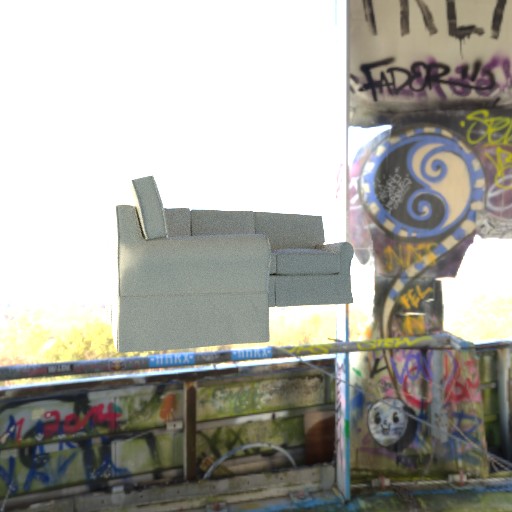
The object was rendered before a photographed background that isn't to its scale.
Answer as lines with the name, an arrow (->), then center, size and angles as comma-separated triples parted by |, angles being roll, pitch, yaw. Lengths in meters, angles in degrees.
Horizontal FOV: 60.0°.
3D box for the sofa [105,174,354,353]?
sofa -> 0.000, 0.000, 4.096 | 2.597, 1.070, 2.591 | 0, 1, -20
